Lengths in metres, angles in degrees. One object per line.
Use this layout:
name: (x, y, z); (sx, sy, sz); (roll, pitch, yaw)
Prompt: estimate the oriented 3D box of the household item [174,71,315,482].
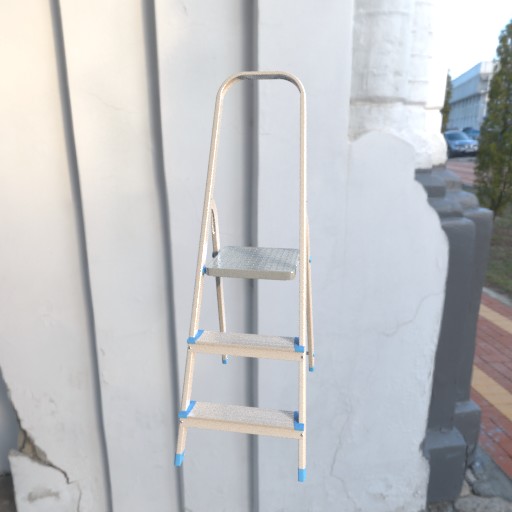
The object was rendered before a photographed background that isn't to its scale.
household item: (0.000, 0.000, 1.536); (0.420, 1.215, 0.687); (3, 16, 9)
